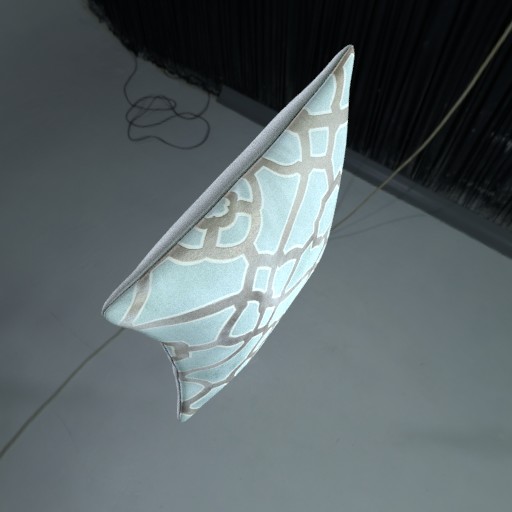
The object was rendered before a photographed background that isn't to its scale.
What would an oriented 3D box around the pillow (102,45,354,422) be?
[{"bbox_3d":[0.000,0.000,0.785,0.166,0.508,0.552,30,63,17],"label":"pillow"}]
